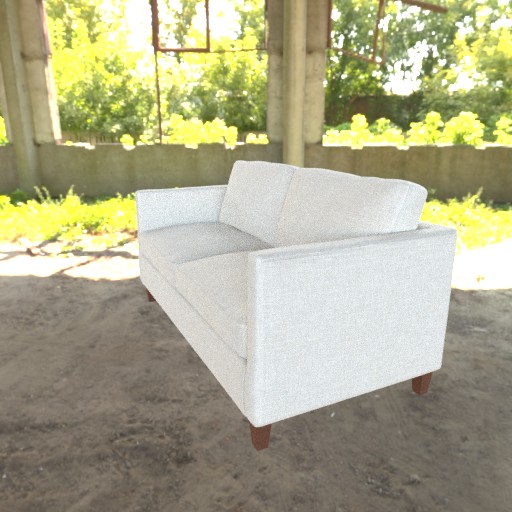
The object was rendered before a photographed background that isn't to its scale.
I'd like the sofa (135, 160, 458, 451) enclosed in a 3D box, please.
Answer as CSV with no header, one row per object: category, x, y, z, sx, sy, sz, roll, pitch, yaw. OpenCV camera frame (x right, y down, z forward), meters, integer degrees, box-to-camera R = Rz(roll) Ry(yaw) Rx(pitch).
sofa,0.000,0.000,2.441,0.950,0.963,1.838,-8,17,-25
